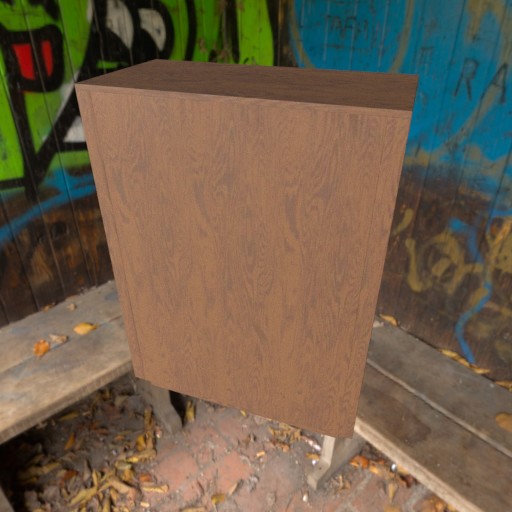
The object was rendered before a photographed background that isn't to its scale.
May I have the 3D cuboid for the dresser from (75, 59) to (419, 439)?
[{"bbox_3d":[0.000,0.000,1.741,0.964,1.320,0.516,11,34,16],"label":"dresser"}]
